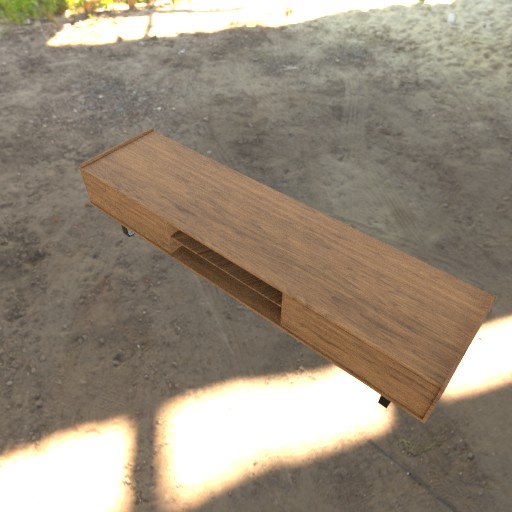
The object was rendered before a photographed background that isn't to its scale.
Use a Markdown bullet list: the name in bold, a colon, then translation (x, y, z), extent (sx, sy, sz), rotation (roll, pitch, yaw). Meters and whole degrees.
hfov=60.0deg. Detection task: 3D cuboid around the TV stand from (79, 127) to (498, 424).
- **TV stand**: translation (0.000, 0.000, 1.954), extent (1.796, 0.415, 0.467), rotation (30, 53, 26)
